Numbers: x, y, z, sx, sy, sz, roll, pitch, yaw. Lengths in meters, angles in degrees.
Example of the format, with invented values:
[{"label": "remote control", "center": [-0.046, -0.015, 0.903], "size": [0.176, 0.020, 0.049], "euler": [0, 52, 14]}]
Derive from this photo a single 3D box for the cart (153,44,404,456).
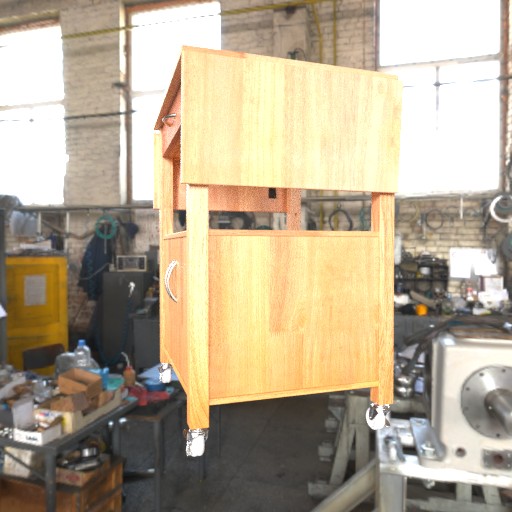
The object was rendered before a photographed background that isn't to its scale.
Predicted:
[{"label": "cart", "center": [0.000, 0.000, 1.234], "size": [0.508, 0.838, 0.640], "euler": [0, 1, -18]}]
